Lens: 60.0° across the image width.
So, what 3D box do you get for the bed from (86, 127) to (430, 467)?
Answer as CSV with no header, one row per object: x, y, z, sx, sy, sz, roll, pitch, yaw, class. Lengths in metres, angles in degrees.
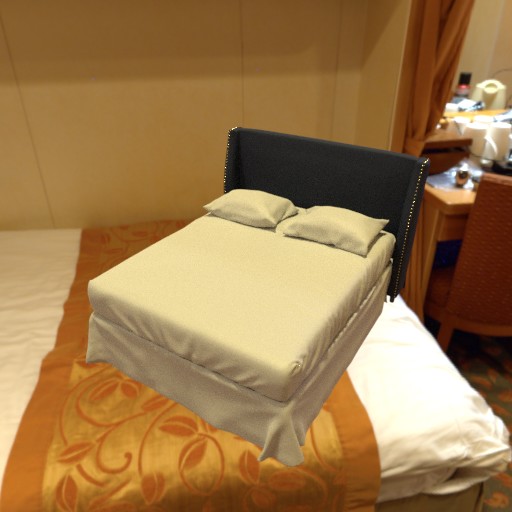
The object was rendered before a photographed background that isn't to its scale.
0.000,0.000,3.501,1.925,1.332,2.276,18,35,28,bed
